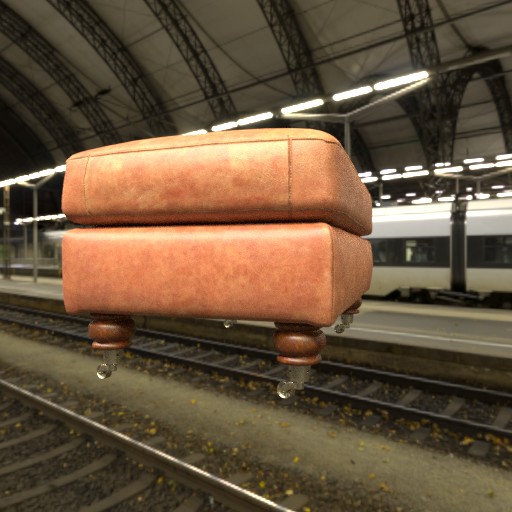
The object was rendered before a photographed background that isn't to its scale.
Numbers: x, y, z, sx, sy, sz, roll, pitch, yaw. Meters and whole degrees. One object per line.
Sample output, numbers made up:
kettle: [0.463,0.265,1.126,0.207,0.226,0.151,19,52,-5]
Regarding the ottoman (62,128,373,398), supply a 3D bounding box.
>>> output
ottoman: [0.000,0.000,1.168,0.565,0.507,0.852,0,0,19]
